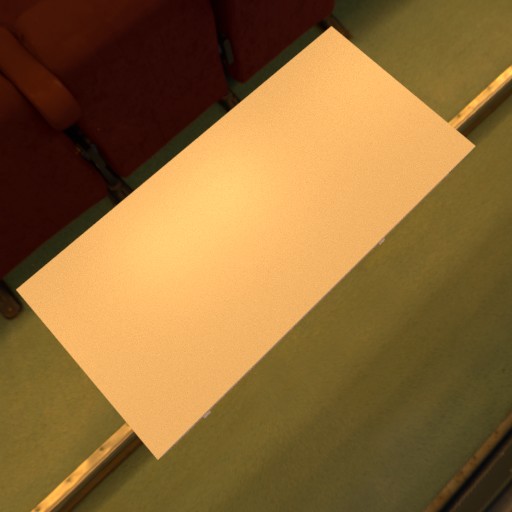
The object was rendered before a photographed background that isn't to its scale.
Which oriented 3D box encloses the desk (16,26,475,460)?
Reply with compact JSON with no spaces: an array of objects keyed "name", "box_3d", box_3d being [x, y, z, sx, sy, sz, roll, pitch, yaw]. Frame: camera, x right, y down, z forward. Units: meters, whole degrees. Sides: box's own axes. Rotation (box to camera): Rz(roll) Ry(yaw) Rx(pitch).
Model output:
[{"name":"desk","box_3d":[0.000,0.000,1.451,1.059,0.780,0.509,-43,79,-10]}]
